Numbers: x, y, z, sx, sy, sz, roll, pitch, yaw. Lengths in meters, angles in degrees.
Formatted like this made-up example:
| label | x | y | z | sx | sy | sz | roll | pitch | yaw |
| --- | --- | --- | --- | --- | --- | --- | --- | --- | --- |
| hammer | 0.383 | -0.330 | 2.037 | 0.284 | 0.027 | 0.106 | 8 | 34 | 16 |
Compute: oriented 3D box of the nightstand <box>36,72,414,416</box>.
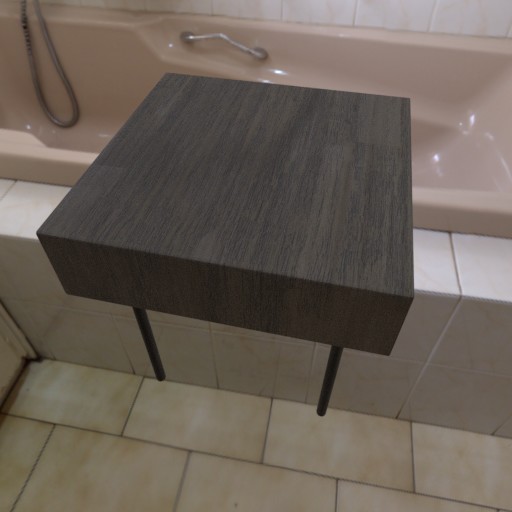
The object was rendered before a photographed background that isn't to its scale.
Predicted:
| label | x | y | z | sx | sy | sz | roll | pitch | yaw |
| --- | --- | --- | --- | --- | --- | --- | --- | --- | --- |
| nightstand | 0.000 | 0.000 | 0.912 | 0.503 | 0.497 | 0.502 | 9 | 48 | 9 |
